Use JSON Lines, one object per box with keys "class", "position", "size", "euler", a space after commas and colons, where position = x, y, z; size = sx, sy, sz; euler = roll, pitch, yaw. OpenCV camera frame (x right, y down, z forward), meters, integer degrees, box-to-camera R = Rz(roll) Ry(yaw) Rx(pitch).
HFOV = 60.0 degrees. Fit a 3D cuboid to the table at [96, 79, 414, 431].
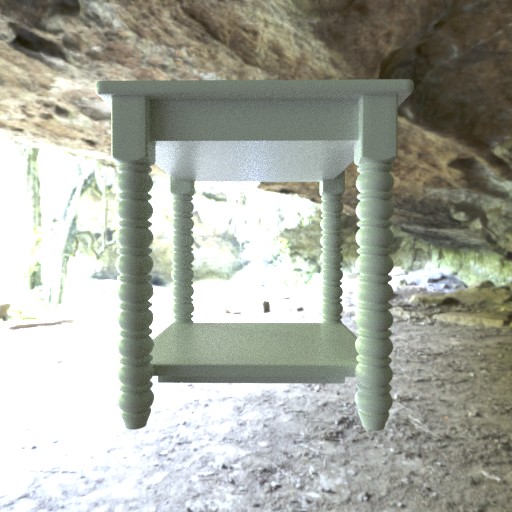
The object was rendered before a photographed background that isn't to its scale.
{"class": "table", "position": [0.000, 0.000, 0.962], "size": [0.500, 0.563, 0.533], "euler": [0, 1, 1]}
